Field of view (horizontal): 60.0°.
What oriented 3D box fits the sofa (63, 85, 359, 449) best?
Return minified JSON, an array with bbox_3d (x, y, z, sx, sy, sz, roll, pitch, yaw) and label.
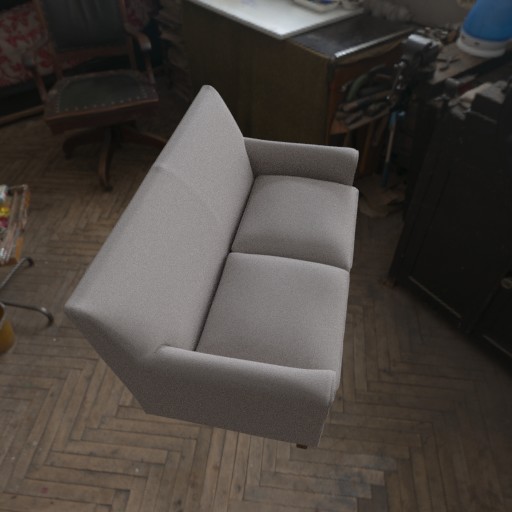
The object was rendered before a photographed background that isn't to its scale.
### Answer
[{"bbox_3d":[0.000,0.000,2.080,0.888,0.890,1.482,9,48,8],"label":"sofa"}]
